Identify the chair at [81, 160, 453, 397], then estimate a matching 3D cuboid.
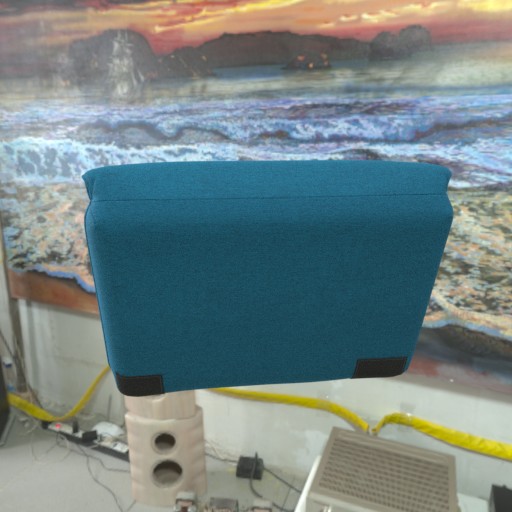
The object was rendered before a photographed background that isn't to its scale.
[{"bbox_3d":[0.000,0.000,1.312,0.820,0.580,0.780,-2,15,-8],"label":"chair"}]
